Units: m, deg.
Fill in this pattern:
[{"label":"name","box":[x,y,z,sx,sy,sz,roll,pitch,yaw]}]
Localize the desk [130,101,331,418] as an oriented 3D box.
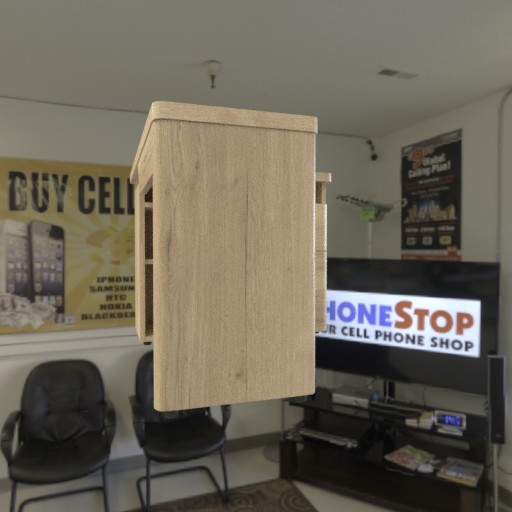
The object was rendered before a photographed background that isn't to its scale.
[{"label":"desk","box":[0.000,0.000,1.742,0.900,0.760,1.169,0,1,-18]}]
